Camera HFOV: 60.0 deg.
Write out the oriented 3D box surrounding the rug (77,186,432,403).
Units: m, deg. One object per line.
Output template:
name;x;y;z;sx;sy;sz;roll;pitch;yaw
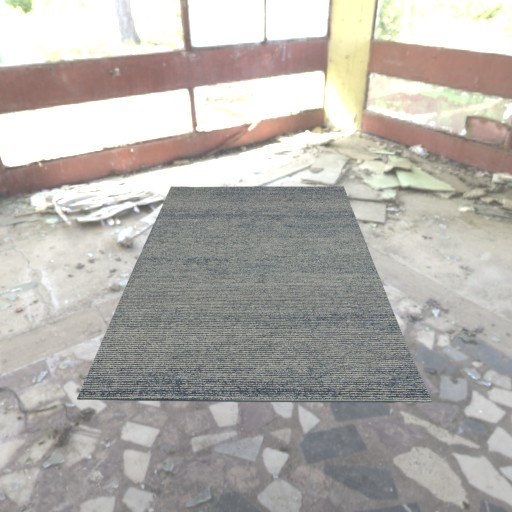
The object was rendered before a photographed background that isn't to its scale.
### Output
rug;0.000;0.000;2.174;1.145;0.021;1.777;0;31;1
